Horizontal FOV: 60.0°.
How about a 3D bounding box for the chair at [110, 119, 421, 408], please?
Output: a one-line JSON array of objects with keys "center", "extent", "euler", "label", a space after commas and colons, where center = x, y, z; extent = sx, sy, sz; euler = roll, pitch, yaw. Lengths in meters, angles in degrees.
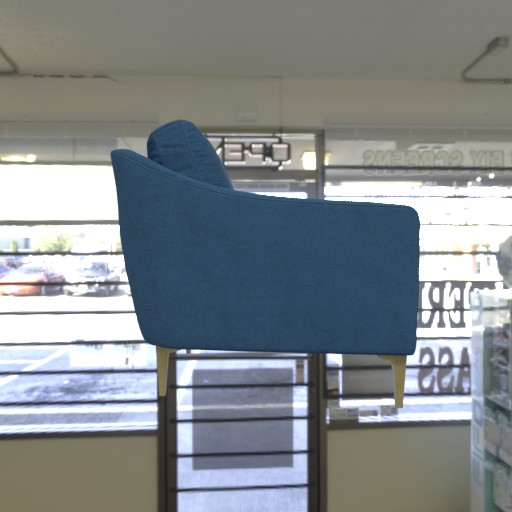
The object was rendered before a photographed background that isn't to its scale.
[{"center": [0.000, 0.000, 1.744], "extent": [0.961, 0.899, 0.987], "euler": [0, 0, -1], "label": "chair"}]
